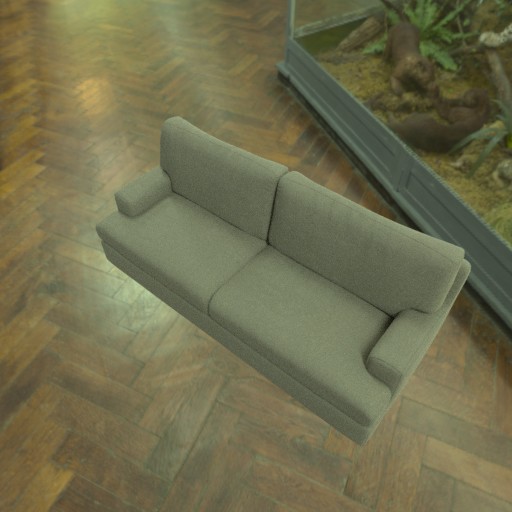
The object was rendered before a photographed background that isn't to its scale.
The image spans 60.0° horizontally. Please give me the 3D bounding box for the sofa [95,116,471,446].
[{"bbox_3d":[0.000,0.000,2.935,2.354,0.980,0.962,31,54,26],"label":"sofa"}]
